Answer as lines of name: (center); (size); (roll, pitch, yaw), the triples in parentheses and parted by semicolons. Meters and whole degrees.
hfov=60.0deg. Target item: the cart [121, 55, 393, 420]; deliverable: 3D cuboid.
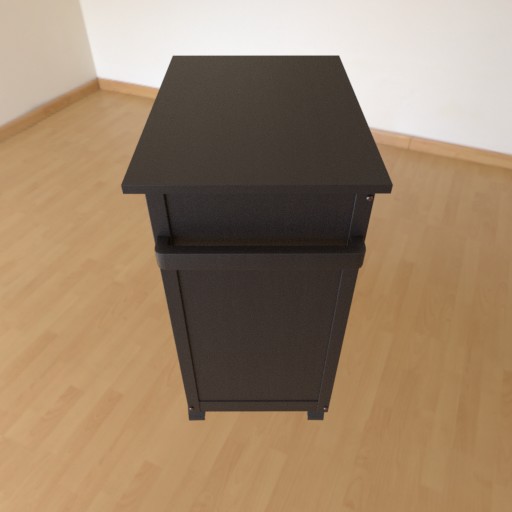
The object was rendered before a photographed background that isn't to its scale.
cart: (0.000, 0.000, 1.261); (0.456, 0.879, 0.660); (0, 42, 0)
